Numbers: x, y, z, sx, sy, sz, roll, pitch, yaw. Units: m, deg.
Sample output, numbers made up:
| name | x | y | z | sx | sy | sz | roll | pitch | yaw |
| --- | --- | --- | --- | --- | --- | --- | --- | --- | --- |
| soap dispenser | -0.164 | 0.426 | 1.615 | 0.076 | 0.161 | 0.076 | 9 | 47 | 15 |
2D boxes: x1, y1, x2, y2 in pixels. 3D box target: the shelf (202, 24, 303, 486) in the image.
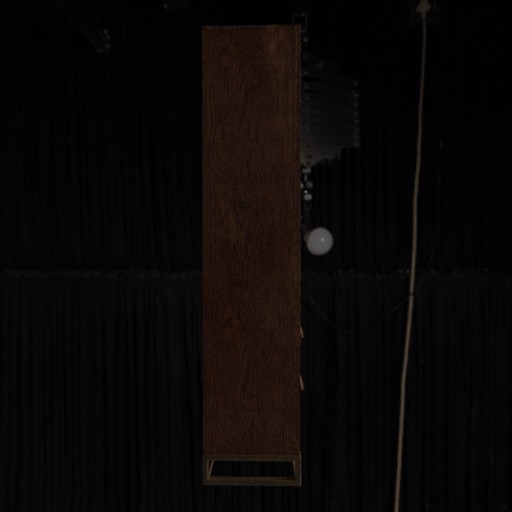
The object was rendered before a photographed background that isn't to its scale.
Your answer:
| name | x | y | z | sx | sy | sz | roll | pitch | yaw |
| --- | --- | --- | --- | --- | --- | --- | --- | --- | --- |
| shelf | 0.000 | 0.000 | 1.934 | 0.395 | 1.732 | 0.539 | 0 | 1 | 1 |
